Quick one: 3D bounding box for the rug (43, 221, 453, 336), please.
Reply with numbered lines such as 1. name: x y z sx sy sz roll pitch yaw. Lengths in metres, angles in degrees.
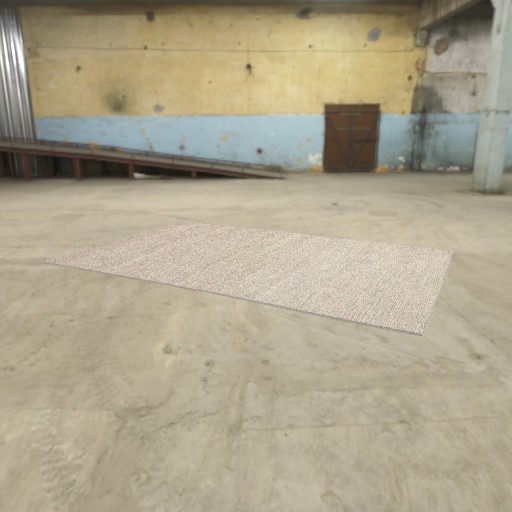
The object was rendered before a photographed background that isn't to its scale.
1. rug: 0.000 0.000 2.279 1.792 0.021 1.154 8 17 27
